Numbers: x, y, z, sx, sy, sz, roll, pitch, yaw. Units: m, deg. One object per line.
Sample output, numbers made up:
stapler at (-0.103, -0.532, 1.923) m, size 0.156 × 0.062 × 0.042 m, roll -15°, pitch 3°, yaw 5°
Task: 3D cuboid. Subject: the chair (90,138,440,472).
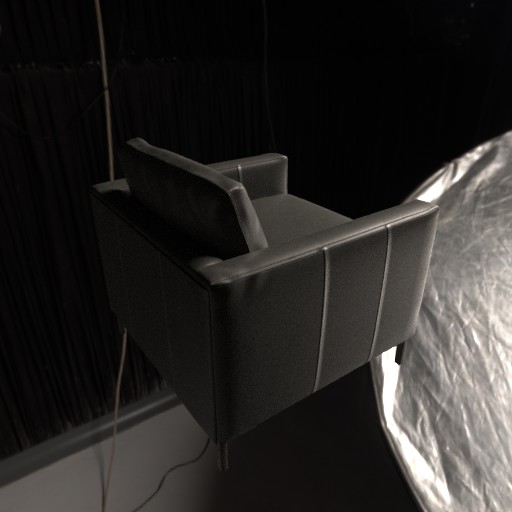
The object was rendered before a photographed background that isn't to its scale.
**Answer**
chair at (0.000, 0.000, 1.546) m, size 0.861 × 0.824 × 0.967 m, roll -18°, pitch 32°, yaw -31°
